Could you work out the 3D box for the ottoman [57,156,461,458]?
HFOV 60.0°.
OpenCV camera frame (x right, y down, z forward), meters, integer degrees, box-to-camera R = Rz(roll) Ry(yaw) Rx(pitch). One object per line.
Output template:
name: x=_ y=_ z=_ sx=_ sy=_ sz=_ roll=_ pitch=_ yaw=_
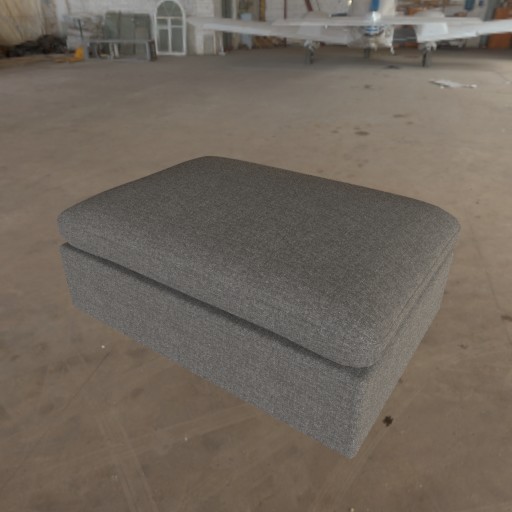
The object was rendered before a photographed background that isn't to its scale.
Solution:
ottoman: x=0.000 y=0.000 z=1.405 sx=1.041 sy=0.483 sz=0.711 roll=19 pitch=35 yaw=30
